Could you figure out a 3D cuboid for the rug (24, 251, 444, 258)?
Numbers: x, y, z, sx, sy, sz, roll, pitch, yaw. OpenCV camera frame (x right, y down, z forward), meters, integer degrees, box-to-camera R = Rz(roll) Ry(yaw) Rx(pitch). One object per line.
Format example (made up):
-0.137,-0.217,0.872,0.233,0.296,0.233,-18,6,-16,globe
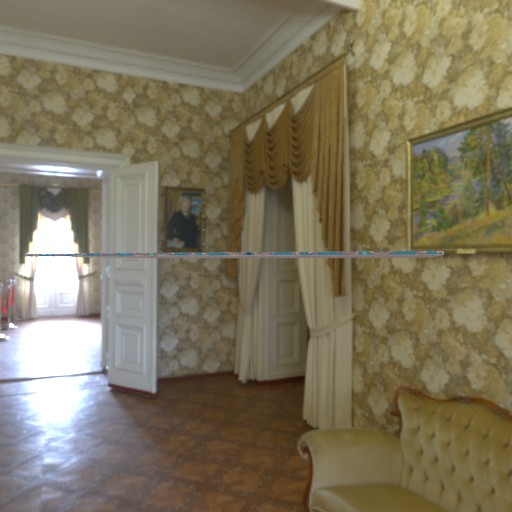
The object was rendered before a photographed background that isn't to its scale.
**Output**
0.000,0.000,4.264,3.204,0.025,2.434,0,-1,20,rug
